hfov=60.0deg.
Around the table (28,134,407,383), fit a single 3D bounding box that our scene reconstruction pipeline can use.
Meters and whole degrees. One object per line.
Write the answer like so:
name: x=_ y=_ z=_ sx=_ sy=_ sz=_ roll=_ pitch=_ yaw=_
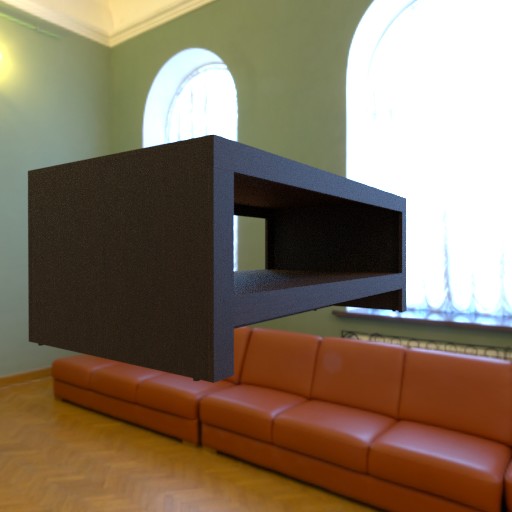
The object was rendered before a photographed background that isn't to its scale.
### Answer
table: x=0.000 y=0.000 z=1.368 sx=0.597 sy=0.424 sz=1.099 roll=0 pitch=1 yaw=35
